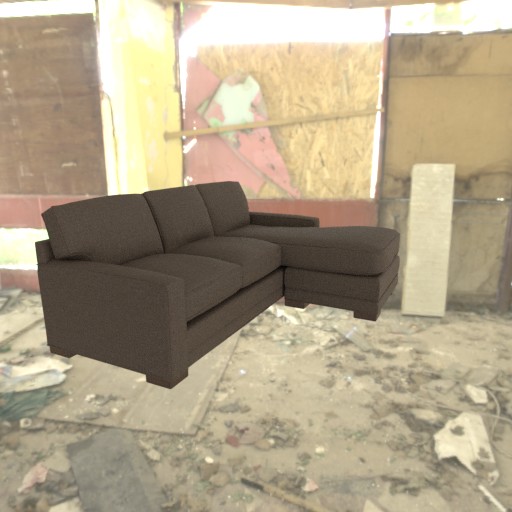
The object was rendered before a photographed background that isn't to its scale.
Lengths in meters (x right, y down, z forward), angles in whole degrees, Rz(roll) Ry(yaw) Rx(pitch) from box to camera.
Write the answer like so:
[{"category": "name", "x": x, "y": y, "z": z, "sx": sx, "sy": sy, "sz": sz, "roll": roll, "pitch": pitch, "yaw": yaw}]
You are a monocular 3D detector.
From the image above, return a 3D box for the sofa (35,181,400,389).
[{"category": "sofa", "x": 0.000, "y": 0.000, "z": 3.327, "sx": 1.790, "sy": 0.973, "sz": 2.370, "roll": 7, "pitch": 16, "yaw": 26}]
